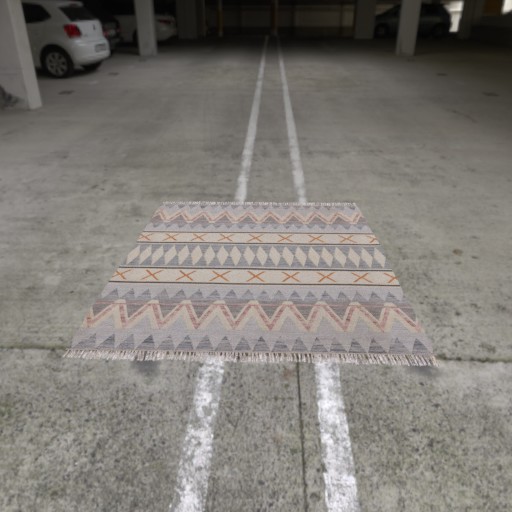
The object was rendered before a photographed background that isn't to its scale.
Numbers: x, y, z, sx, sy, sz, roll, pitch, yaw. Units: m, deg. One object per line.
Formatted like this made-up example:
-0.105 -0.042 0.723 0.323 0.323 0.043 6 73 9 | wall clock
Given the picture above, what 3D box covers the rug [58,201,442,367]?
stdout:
0.000 0.000 4.038 2.371 0.012 3.000 1 26 1 | rug
